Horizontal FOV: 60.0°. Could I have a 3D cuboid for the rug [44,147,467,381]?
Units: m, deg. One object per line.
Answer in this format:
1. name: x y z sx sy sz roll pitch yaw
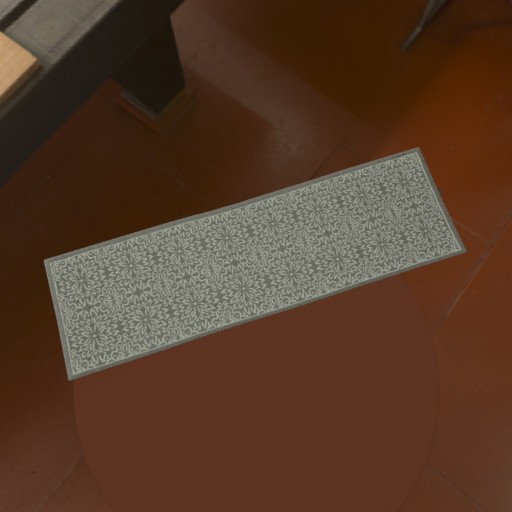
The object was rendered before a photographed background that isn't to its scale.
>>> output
1. rug: 0.000 0.000 2.400 2.196 0.011 0.662 -17 76 -4
